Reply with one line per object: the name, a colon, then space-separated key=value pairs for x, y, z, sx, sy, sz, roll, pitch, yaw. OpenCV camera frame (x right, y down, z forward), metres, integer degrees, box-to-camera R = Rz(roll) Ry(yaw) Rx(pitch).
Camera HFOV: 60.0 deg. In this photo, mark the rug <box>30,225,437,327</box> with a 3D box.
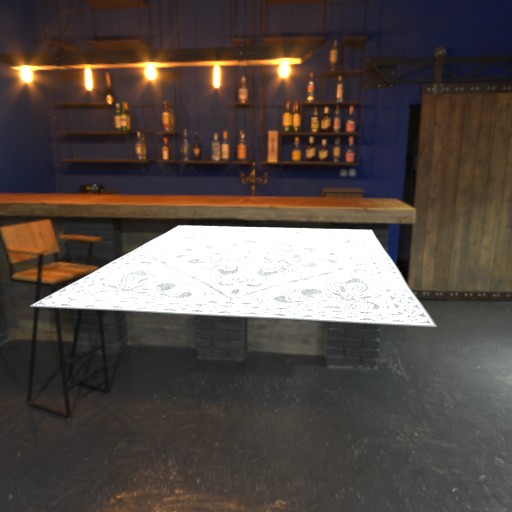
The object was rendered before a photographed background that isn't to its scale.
rug: x=0.000 y=0.000 z=4.043 sx=2.438 sy=0.012 sz=3.048 roll=2 pitch=14 yaw=8
